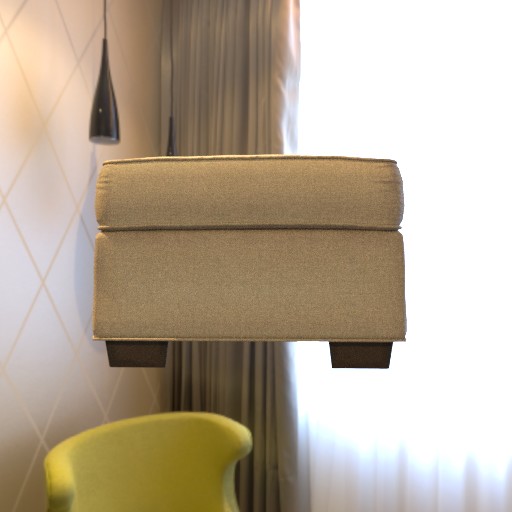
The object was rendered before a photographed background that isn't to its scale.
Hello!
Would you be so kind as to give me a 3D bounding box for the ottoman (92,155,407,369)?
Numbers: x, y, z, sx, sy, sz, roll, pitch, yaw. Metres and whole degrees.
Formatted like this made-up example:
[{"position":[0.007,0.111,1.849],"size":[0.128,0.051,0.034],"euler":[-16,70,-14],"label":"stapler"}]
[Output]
[{"position":[0.000,0.000,1.392],"size":[0.617,0.448,1.097],"euler":[0,0,2],"label":"ottoman"}]
